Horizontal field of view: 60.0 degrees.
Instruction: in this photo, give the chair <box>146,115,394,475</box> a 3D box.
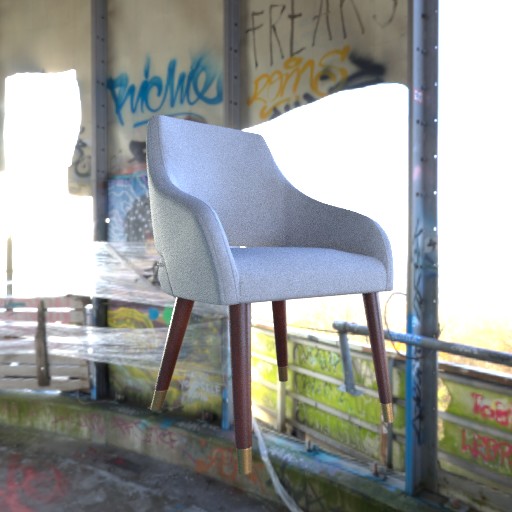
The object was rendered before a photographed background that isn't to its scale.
[{"bbox_3d":[0.000,0.000,1.287,0.609,0.889,0.600,-1,1,-36],"label":"chair"}]
